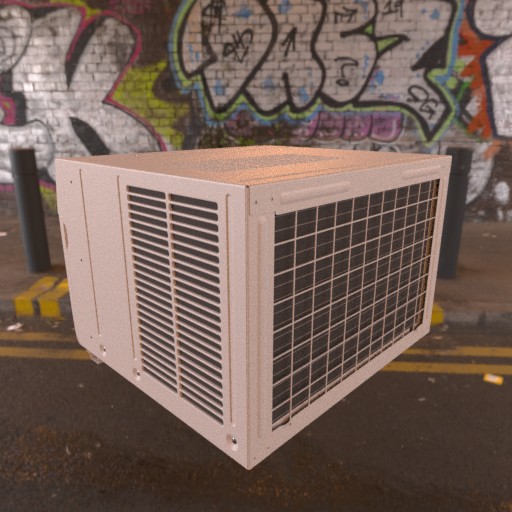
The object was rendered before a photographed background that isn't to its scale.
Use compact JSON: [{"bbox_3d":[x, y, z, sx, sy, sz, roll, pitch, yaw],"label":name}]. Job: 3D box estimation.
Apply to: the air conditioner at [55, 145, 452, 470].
[{"bbox_3d":[0.000,0.000,1.032,0.599,0.455,0.645,16,23,42],"label":"air conditioner"}]
